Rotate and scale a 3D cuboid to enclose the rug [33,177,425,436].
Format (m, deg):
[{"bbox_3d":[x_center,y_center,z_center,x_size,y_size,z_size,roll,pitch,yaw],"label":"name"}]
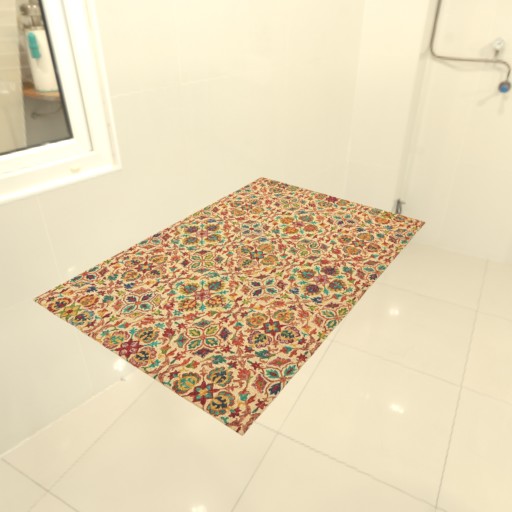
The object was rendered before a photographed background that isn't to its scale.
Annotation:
[{"bbox_3d":[0.000,0.000,2.378,1.226,0.013,1.838,21,38,30],"label":"rug"}]
